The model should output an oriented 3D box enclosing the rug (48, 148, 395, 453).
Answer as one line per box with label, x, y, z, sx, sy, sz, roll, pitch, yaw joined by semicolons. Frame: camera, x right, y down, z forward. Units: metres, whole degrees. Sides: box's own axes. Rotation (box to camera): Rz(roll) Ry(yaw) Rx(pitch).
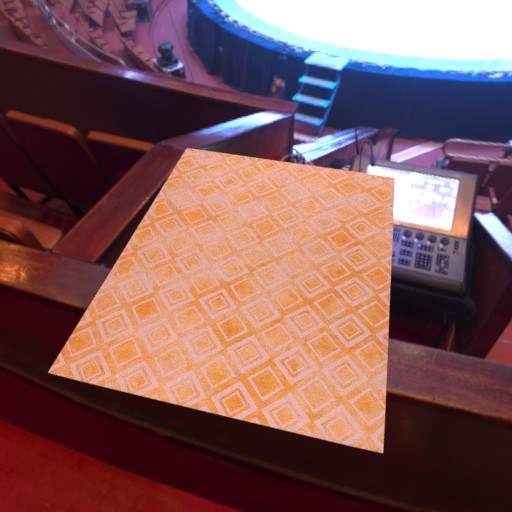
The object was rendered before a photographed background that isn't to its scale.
rug;0.000;0.000;4.078;2.433;0.011;3.037;10;48;9
